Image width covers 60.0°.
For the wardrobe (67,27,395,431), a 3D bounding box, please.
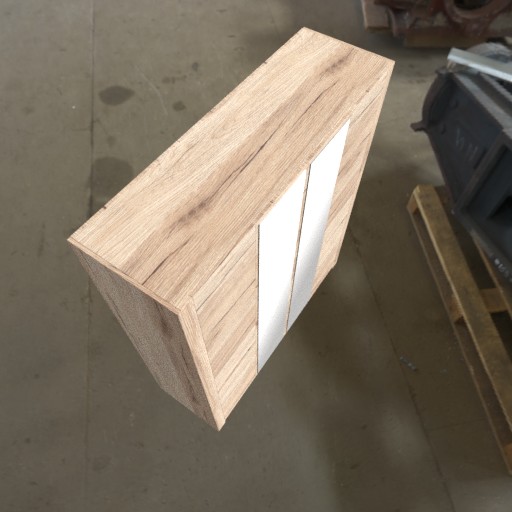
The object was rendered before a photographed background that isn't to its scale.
[{"bbox_3d":[0.000,0.000,2.942,0.580,2.070,1.810,30,62,18],"label":"wardrobe"}]
